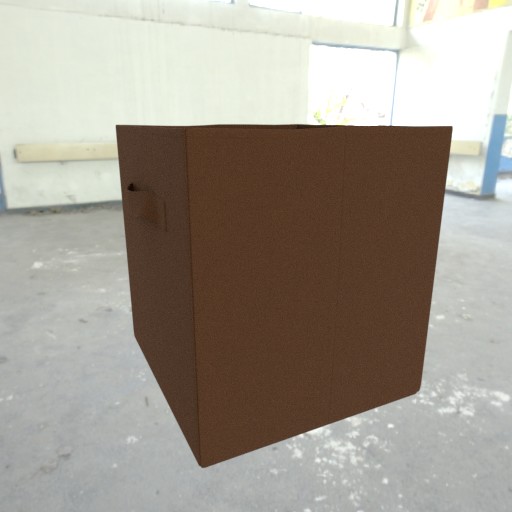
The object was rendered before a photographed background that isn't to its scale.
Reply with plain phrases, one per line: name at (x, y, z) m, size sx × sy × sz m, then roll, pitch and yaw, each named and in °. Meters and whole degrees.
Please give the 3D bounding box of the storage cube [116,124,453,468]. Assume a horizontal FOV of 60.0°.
storage cube at (0.000, 0.000, 0.495) m, size 0.270 × 0.280 × 0.270 m, roll -8°, pitch 19°, yaw -25°
